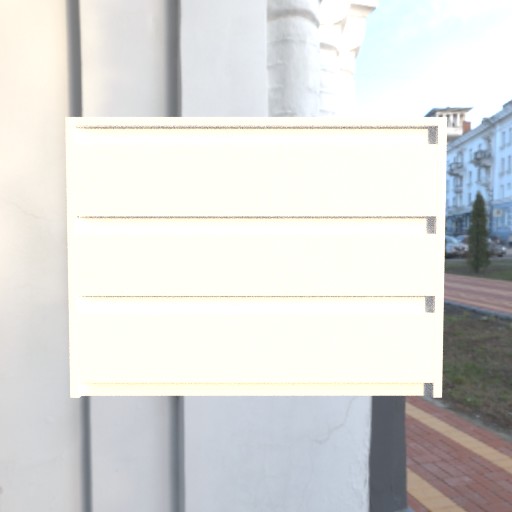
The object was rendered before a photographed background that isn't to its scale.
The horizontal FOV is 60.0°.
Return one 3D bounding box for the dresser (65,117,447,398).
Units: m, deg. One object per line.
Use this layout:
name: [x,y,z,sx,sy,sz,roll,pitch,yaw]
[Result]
dresser: [0.000,0.000,1.524,1.100,0.820,0.460,0,2,0]
